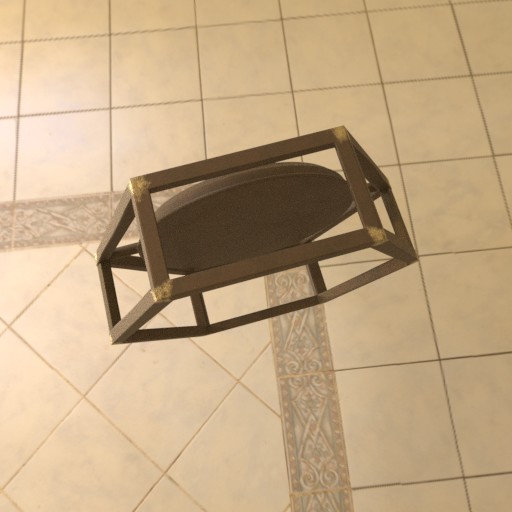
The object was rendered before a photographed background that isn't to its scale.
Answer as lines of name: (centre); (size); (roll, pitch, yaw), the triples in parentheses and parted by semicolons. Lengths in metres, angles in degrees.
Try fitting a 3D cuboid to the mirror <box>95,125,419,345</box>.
mirror: (0.000, 0.000, 0.542); (0.380, 0.334, 0.119); (-15, 75, -4)
